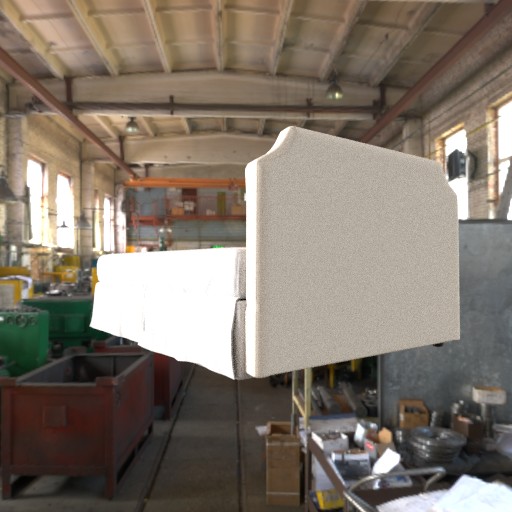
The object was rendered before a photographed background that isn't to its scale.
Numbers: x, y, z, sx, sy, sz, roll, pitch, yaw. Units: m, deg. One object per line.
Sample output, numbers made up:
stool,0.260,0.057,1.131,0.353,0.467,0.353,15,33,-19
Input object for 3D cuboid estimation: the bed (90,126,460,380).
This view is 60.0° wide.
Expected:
bed,0.000,0.000,3.644,1.977,1.293,2.498,1,-1,-36
